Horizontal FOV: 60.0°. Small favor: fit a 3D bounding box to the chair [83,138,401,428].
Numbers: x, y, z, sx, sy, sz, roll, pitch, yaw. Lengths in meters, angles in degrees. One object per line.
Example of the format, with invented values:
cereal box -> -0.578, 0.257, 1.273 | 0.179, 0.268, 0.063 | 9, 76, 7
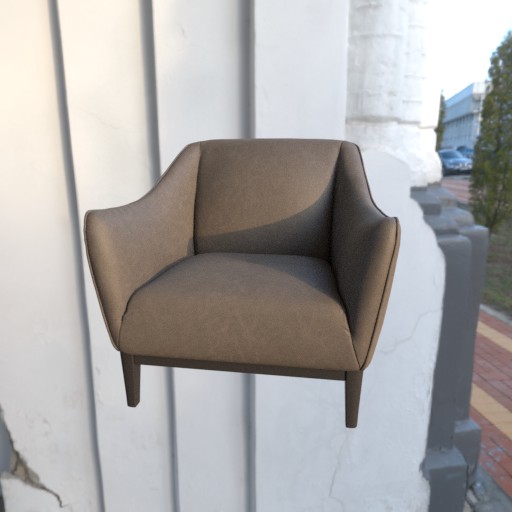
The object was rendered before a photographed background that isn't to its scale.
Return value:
chair -> 0.000, 0.000, 1.589 | 0.871, 0.830, 0.852 | 2, 14, 9
